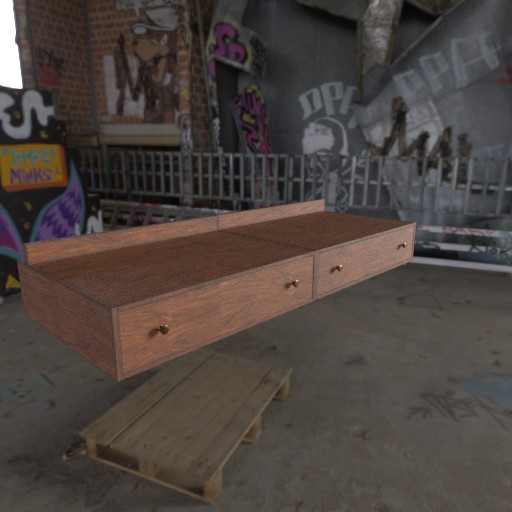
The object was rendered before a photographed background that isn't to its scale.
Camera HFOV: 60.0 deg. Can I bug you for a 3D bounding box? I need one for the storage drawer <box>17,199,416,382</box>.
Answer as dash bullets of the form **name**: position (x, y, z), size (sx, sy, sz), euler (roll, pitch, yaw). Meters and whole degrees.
- **storage drawer**: position (0.000, 0.000, 2.177), size (0.774, 0.339, 1.914), euler (14, 20, 42)
